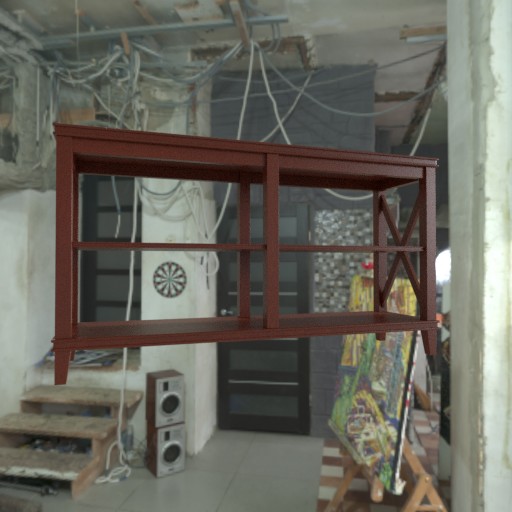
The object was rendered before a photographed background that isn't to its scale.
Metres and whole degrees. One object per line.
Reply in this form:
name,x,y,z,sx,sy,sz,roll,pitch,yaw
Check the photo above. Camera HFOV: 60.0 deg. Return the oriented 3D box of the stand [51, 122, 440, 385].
stand,0.000,0.000,1.676,1.372,0.762,0.381,0,-1,-19
